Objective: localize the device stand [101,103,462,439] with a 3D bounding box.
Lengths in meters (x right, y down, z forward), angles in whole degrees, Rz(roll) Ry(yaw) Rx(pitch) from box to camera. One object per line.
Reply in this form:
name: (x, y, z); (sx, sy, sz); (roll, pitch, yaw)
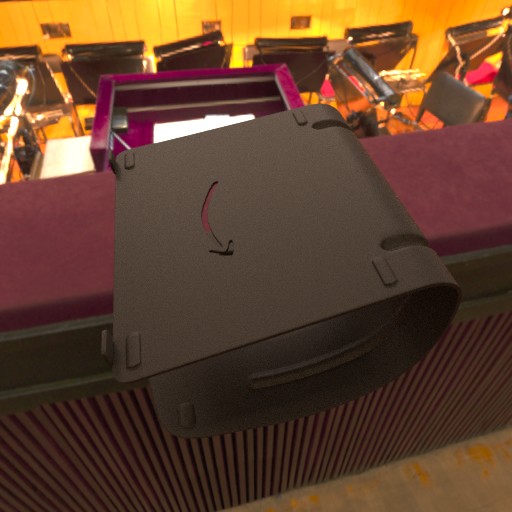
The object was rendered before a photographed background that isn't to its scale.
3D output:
device stand: (0.000, 0.000, 0.398); (0.236, 0.155, 0.256); (-9, 47, -8)
